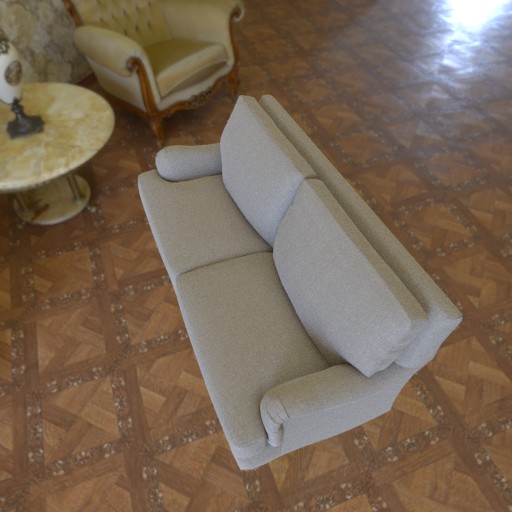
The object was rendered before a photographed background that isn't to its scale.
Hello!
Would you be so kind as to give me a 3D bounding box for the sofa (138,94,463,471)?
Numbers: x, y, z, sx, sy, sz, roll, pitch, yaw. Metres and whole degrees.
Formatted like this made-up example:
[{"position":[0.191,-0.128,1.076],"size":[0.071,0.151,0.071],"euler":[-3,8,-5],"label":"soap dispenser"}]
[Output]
[{"position":[0.000,0.000,2.740],"size":[1.087,1.054,2.160],"euler":[-17,50,-15],"label":"sofa"}]
